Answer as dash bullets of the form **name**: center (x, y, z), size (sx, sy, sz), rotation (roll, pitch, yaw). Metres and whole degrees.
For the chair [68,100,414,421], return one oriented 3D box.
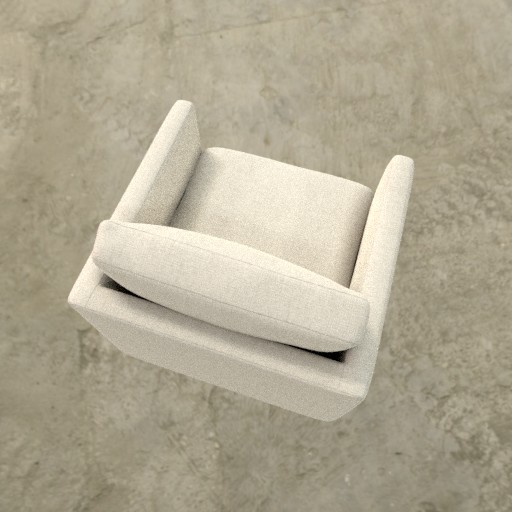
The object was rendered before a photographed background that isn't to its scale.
- **chair**: center (0.000, 0.000, 1.759), size (0.996, 0.919, 0.959), rotation (16, 65, 8)
